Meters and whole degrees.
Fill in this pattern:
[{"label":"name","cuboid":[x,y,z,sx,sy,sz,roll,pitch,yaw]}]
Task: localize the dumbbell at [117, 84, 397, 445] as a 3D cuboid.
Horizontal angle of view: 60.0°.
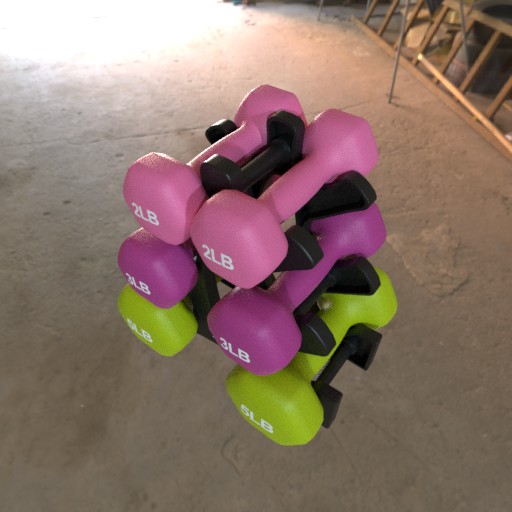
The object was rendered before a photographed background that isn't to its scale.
[{"label":"dumbbell","cuboid":[0.000,0.000,0.429,0.257,0.261,0.203,29,53,25]}]
